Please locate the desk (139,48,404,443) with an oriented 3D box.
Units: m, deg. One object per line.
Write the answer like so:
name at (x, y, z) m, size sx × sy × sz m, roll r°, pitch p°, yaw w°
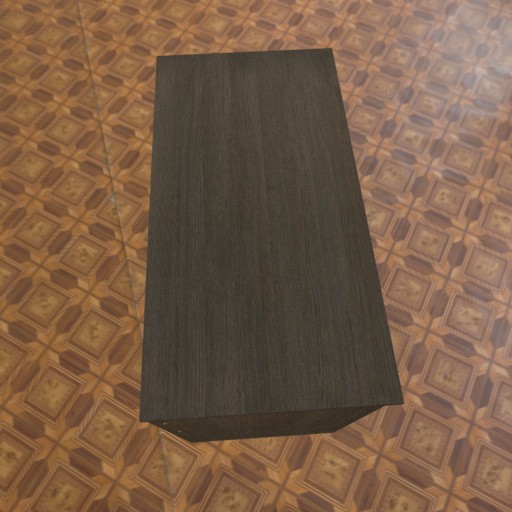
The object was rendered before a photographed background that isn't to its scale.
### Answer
desk at (0.000, 0.000, 1.499) m, size 0.560 × 0.730 × 1.096 m, roll -3°, pitch 64°, yaw -2°
